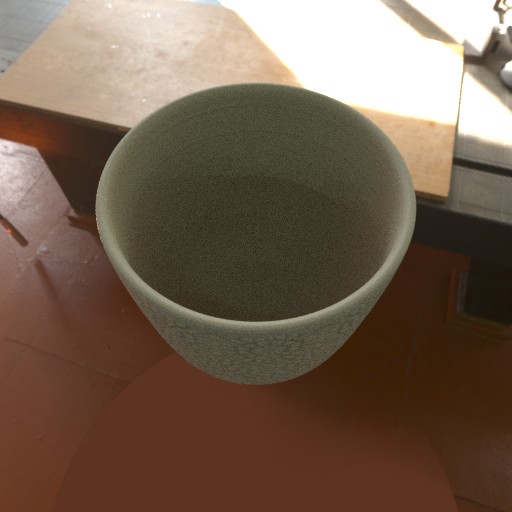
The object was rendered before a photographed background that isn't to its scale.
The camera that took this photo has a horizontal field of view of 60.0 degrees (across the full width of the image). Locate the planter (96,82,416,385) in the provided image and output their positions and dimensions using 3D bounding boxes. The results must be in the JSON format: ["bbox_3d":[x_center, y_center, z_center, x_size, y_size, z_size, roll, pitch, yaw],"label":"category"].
[{"bbox_3d":[0.000,0.000,0.219,0.124,0.109,0.124,0,58,0],"label":"planter"}]
